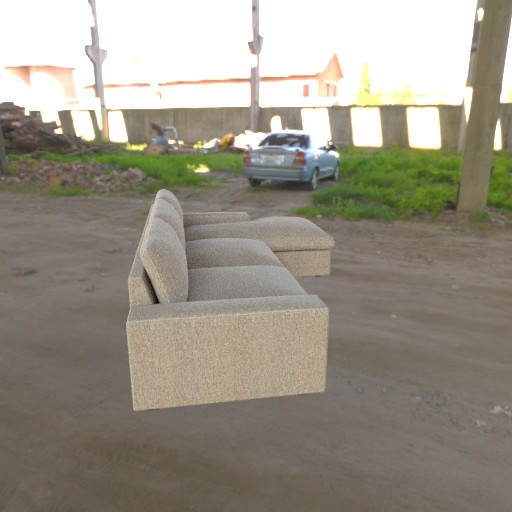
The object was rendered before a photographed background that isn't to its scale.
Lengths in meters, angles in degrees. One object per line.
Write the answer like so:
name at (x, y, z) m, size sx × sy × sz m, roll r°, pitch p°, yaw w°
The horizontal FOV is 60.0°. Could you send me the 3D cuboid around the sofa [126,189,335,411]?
sofa at (0.000, 0.000, 3.489) m, size 1.689 × 0.813 × 2.718 m, roll -3°, pitch 16°, yaw -10°
